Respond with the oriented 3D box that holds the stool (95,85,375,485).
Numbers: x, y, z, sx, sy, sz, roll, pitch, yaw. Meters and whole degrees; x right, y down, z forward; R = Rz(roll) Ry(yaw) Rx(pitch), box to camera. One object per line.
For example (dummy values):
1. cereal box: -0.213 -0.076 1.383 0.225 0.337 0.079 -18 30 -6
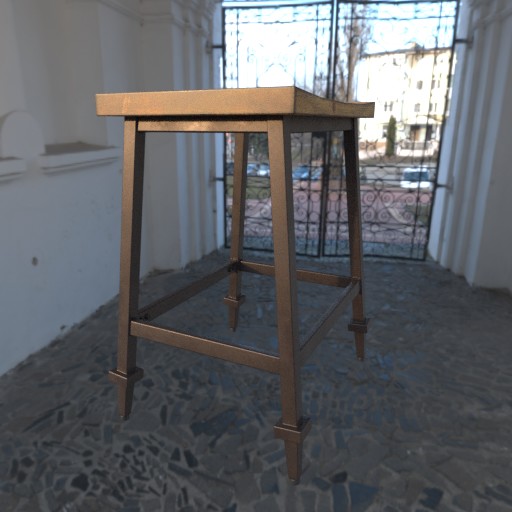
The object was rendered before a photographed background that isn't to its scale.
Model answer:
1. stool: 0.000 0.000 0.930 0.405 0.625 0.486 8 18 26
